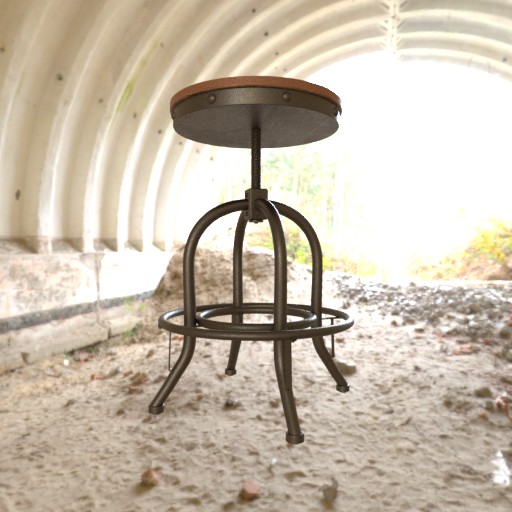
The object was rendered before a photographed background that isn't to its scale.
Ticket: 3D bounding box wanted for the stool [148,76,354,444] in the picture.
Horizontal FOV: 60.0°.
[{"bbox_3d":[0.000,0.000,0.919,0.439,0.609,0.439,0,1,-18],"label":"stool"}]
